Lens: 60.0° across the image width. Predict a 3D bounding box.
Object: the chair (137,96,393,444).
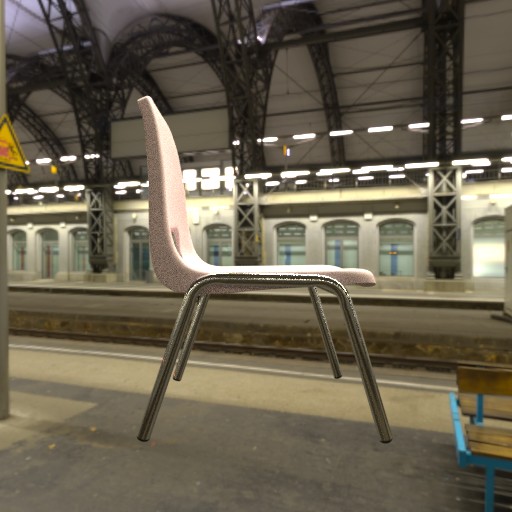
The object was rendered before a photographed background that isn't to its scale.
[{"bbox_3d":[0.000,0.000,0.801,0.385,0.537,0.354,0,0,-1],"label":"chair"}]
